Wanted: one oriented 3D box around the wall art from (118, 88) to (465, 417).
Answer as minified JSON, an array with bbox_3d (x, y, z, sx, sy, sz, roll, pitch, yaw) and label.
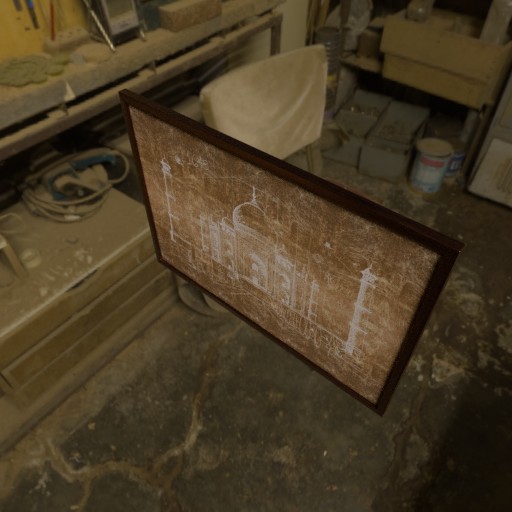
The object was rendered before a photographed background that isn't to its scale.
[{"bbox_3d":[0.000,0.000,0.560,0.431,0.304,0.012,31,53,26],"label":"wall art"}]
